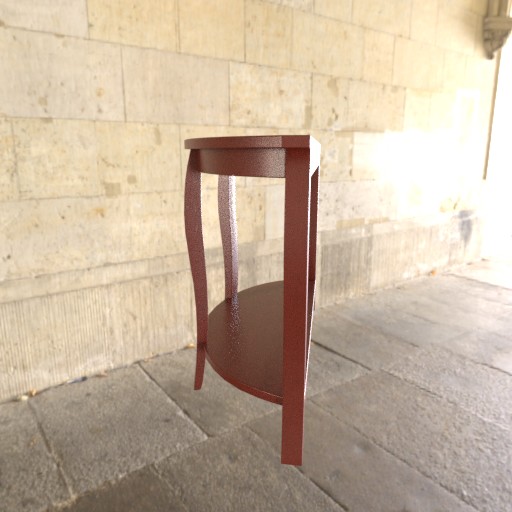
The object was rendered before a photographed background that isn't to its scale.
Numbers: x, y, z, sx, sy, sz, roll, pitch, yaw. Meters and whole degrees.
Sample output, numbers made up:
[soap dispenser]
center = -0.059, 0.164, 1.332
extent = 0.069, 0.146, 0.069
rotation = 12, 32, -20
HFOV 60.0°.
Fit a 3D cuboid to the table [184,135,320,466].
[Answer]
[table]
center = 0.000, 0.000, 1.561
extent = 0.405, 0.779, 1.219
rotation = 2, 13, 9
